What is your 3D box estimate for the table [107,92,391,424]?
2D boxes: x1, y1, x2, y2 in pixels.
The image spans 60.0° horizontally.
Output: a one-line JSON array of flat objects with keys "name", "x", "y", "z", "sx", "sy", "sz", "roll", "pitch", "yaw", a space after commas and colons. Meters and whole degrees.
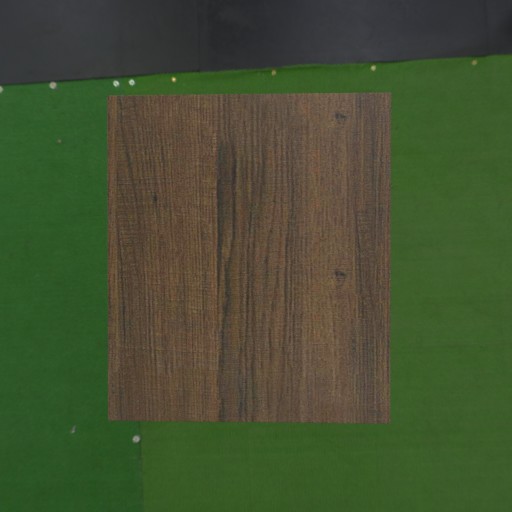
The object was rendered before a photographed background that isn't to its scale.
[{"name": "table", "x": 0.000, "y": 0.000, "z": 1.134, "sx": 0.457, "sy": 0.866, "sz": 0.526, "roll": 0, "pitch": 91, "yaw": 2}]
